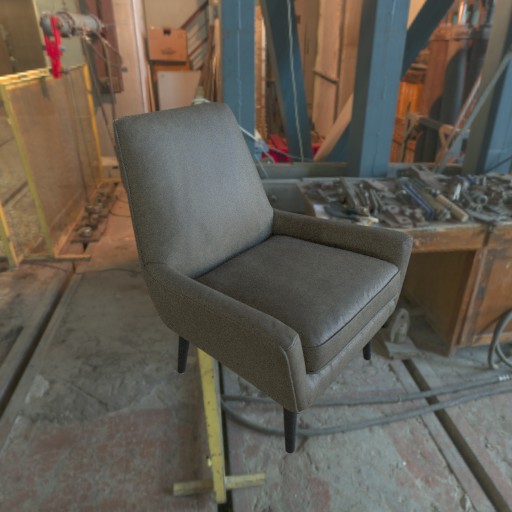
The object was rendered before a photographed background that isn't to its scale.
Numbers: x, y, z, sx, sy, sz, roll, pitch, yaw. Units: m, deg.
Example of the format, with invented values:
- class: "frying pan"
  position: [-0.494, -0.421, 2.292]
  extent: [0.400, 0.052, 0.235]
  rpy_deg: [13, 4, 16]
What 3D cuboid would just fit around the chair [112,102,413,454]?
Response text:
- class: "chair"
  position: [0.000, 0.000, 1.485]
  extent: [0.824, 0.888, 0.787]
  rpy_deg: [19, 33, 33]
